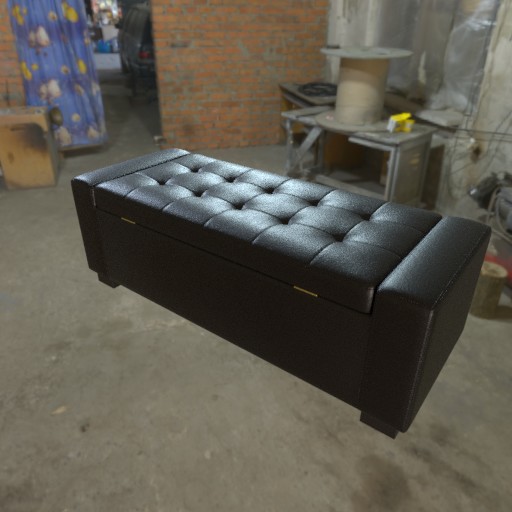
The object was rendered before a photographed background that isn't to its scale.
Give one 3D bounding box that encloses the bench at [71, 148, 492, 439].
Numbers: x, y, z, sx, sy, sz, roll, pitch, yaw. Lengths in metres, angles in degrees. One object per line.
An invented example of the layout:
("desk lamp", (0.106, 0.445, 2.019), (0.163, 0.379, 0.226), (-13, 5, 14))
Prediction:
("bench", (0.000, 0.000, 1.507), (1.296, 0.445, 0.508), (21, 35, 32))
